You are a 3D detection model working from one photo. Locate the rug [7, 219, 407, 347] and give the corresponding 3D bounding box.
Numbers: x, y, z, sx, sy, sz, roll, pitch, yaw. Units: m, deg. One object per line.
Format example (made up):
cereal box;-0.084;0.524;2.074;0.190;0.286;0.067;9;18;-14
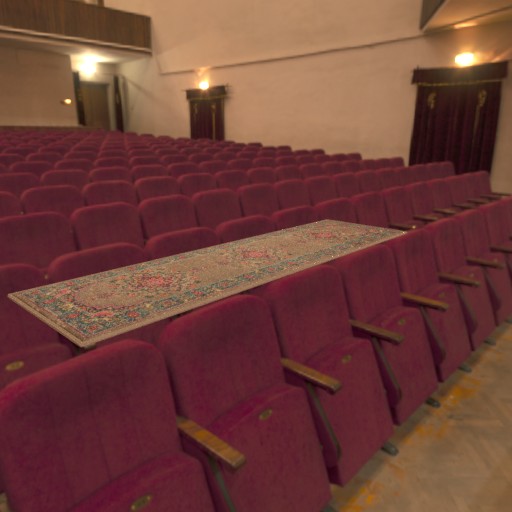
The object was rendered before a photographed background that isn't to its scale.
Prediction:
rug;0.000;0.000;2.413;0.659;0.019;2.297;14;21;41
